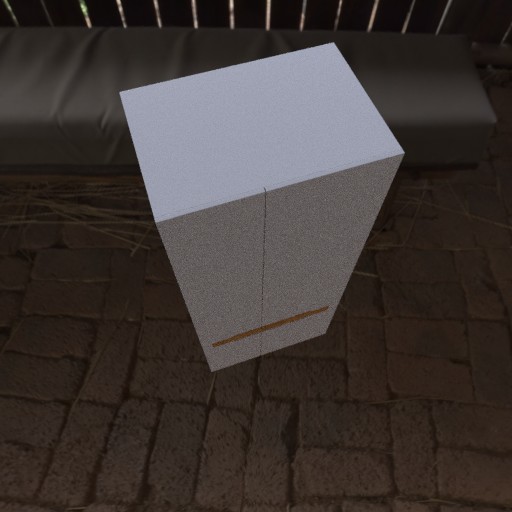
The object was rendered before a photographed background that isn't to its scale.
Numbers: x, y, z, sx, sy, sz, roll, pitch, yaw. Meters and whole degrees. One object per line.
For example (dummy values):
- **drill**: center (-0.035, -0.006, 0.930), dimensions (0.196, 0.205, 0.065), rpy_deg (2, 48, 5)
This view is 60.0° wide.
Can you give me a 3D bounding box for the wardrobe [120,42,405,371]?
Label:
- **wardrobe**: center (0.000, 0.000, 2.470), dimensions (0.860, 2.040, 0.600), rpy_deg (-17, 63, -9)
